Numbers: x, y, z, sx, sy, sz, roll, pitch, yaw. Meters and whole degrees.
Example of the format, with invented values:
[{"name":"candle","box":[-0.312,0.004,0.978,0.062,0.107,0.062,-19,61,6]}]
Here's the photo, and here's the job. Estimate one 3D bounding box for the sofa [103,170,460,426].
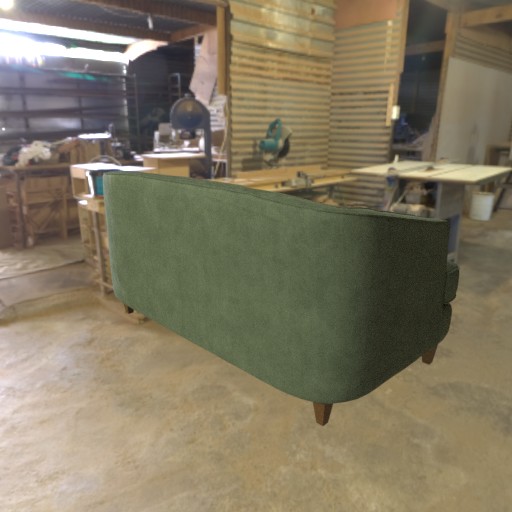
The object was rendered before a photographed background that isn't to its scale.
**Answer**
[{"name":"sofa","box":[0.000,0.000,2.263,0.941,0.855,1.733,-16,23,-42]}]
